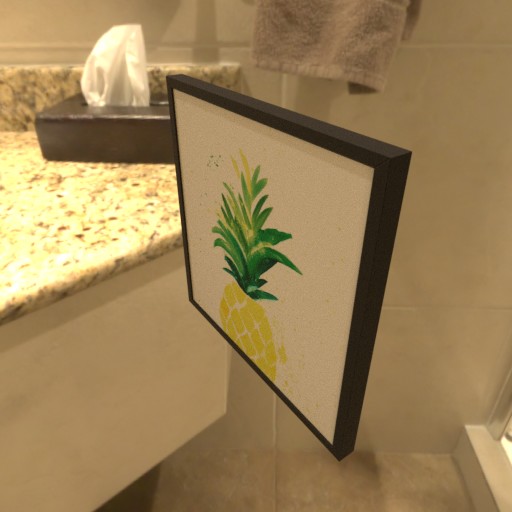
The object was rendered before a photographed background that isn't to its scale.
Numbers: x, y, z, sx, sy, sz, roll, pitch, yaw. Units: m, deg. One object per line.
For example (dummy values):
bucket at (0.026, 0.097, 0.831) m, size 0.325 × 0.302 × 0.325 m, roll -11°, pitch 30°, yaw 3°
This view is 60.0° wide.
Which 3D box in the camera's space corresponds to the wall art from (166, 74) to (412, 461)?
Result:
wall art at (0.000, 0.000, 0.757) m, size 0.033 × 0.507 × 0.508 m, roll -21°, pitch 38°, yaw -29°
